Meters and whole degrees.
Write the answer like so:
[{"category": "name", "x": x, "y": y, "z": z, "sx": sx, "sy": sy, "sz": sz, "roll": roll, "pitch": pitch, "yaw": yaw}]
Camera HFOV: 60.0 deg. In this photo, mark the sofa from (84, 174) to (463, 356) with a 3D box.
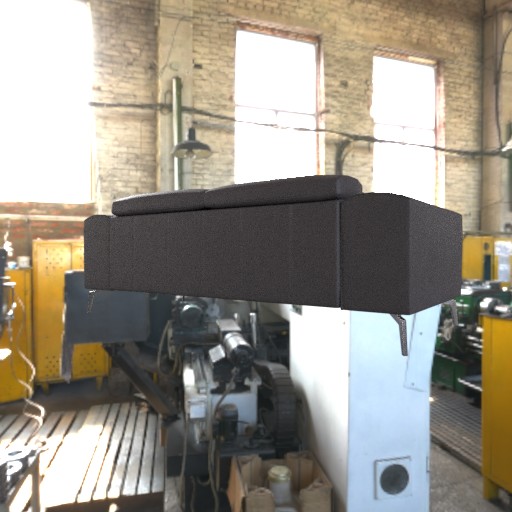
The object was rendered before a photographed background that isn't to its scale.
[{"category": "sofa", "x": 0.000, "y": 0.000, "z": 2.897, "sx": 2.330, "sy": 0.814, "sz": 1.048, "roll": 0, "pitch": 1, "yaw": 36}]
